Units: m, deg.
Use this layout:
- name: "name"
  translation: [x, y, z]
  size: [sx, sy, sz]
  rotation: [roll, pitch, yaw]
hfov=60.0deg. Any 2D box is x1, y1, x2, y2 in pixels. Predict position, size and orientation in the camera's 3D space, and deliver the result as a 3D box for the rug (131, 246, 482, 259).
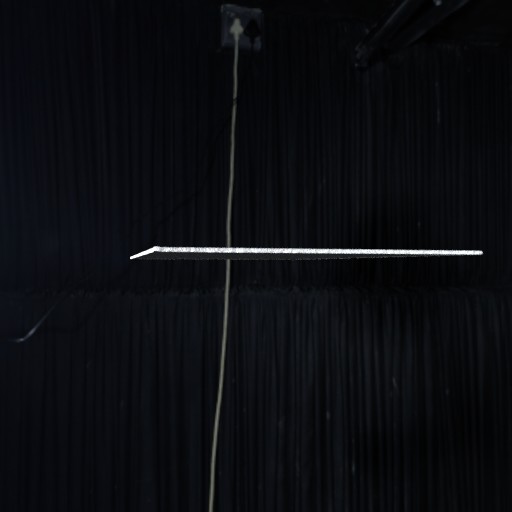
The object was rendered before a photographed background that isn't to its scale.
- name: "rug"
  translation: [0.000, 0.000, 2.355]
  size: [1.224, 0.016, 1.832]
  rotation: [0, -1, -18]
